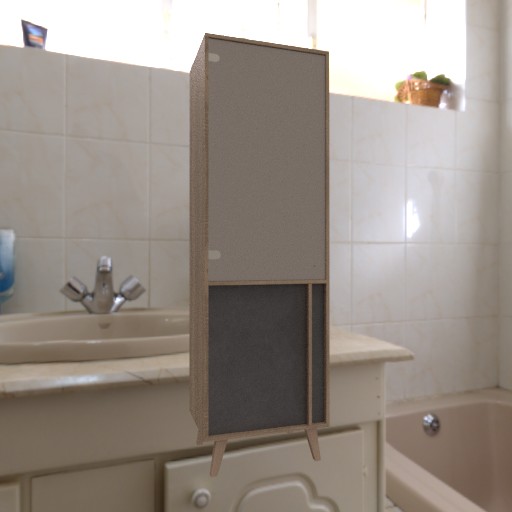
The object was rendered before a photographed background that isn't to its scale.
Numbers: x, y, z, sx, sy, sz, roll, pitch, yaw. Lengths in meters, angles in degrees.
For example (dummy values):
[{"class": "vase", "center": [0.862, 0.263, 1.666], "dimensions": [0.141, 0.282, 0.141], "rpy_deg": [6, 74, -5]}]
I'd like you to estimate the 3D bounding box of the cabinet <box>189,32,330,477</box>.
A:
[{"class": "cabinet", "center": [0.000, 0.000, 2.106], "dimensions": [0.570, 1.850, 0.400], "rpy_deg": [0, 0, -17]}]
